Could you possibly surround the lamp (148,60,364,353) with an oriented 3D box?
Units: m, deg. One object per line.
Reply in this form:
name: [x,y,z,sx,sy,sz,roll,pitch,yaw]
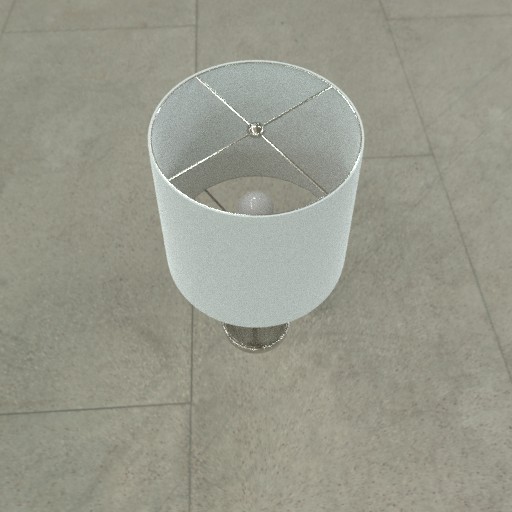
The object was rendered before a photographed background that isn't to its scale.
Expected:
lamp: [0.000,0.000,0.794,0.303,0.618,0.303,0,60,0]
